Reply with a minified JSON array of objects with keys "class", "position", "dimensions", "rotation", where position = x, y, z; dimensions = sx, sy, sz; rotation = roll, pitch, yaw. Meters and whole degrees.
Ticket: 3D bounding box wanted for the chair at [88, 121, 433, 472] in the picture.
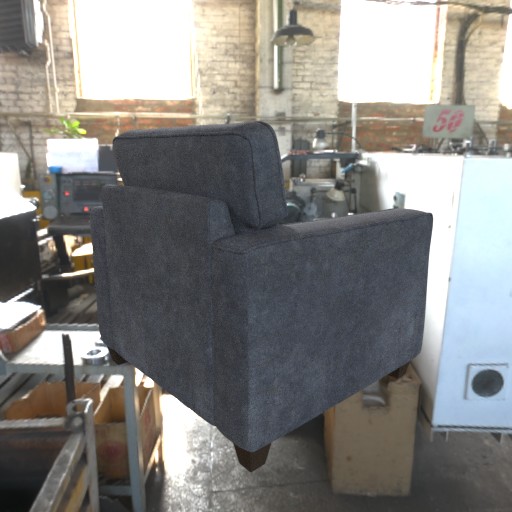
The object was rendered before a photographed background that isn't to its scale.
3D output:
[{"class":"chair","position":[0.000,0.000,1.744],"dimensions":[0.939,0.965,1.015],"rotation":[-12,18,-40]}]
